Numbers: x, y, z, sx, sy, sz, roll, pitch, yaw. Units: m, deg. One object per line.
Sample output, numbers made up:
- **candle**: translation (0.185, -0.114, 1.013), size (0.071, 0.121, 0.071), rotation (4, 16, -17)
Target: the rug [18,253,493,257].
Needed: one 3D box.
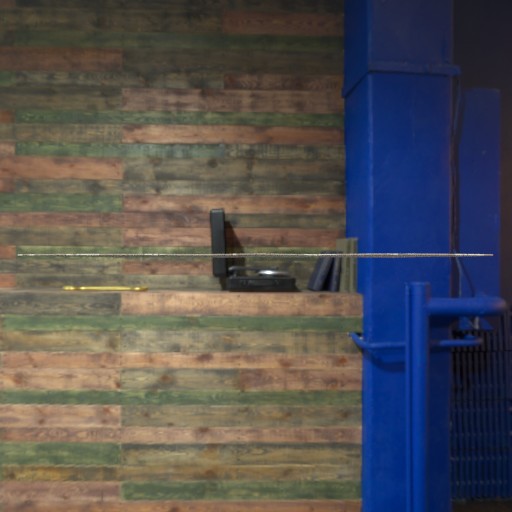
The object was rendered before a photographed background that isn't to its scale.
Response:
- **rug**: translation (0.000, 0.000, 2.722), size (2.135, 0.013, 1.524), rotation (0, 0, 0)
